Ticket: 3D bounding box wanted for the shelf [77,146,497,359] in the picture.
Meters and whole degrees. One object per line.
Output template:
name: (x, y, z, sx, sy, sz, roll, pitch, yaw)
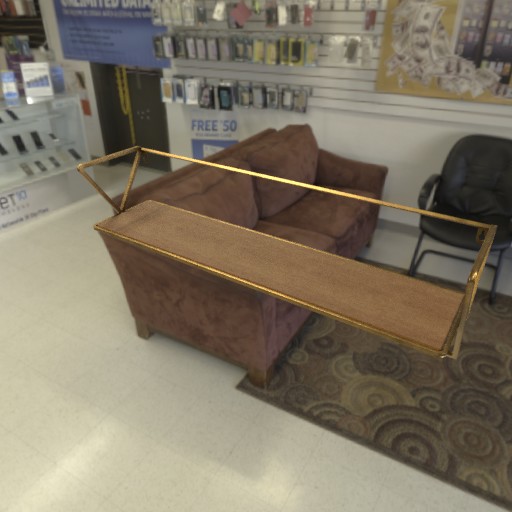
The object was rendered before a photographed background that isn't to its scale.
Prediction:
shelf: (0.000, 0.000, 0.725, 0.645, 0.229, 0.150, 18, 35, 28)
